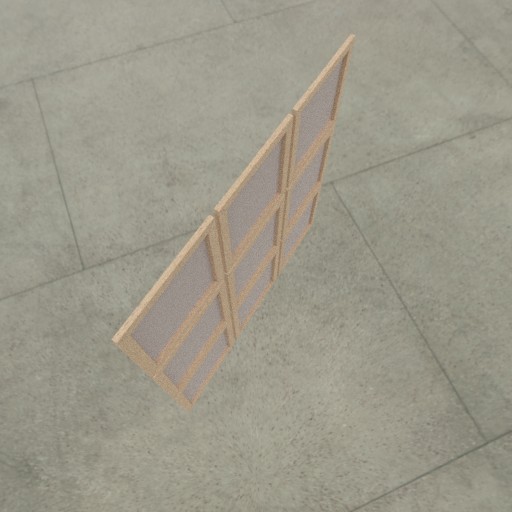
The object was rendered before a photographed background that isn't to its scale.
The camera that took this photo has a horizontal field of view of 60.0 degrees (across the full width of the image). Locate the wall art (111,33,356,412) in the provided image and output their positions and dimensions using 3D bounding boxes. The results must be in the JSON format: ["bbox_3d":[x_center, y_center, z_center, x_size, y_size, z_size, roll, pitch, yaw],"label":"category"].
[{"bbox_3d":[0.000,0.000,1.335,0.012,0.910,0.917,29,67,14],"label":"wall art"}]
